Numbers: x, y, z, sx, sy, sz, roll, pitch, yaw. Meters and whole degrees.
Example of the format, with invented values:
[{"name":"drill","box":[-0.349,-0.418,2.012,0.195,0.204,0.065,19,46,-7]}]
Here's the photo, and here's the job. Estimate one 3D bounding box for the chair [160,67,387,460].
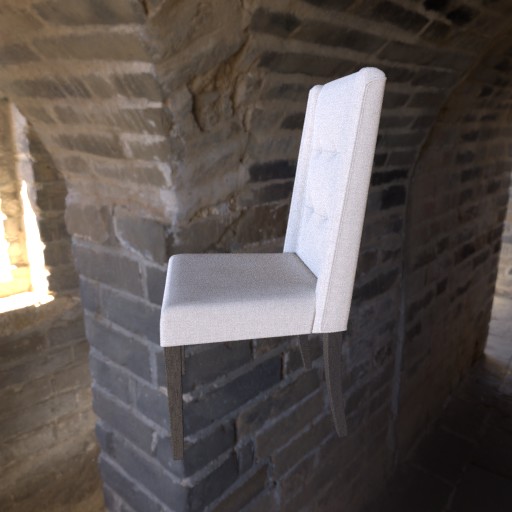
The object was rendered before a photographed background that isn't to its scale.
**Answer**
[{"name":"chair","box":[0.000,0.000,1.261,0.523,0.961,0.474,-2,16,-8]}]
